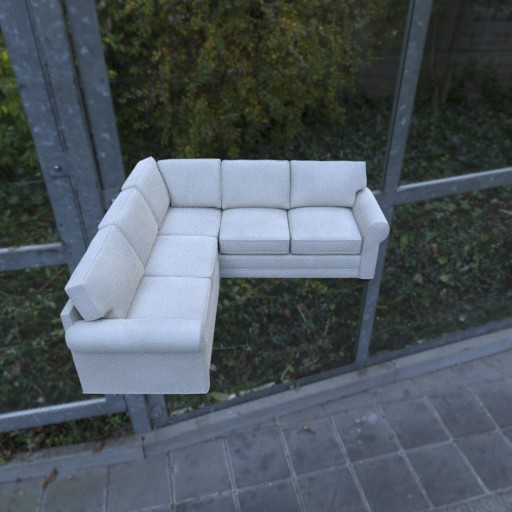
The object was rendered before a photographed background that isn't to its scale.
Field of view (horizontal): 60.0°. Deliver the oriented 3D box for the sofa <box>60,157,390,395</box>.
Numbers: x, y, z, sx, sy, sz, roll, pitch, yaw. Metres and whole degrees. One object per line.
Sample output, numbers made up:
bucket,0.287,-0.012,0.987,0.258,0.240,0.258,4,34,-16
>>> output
sofa,0.000,0.000,4.006,2.569,1.054,2.487,0,32,0
